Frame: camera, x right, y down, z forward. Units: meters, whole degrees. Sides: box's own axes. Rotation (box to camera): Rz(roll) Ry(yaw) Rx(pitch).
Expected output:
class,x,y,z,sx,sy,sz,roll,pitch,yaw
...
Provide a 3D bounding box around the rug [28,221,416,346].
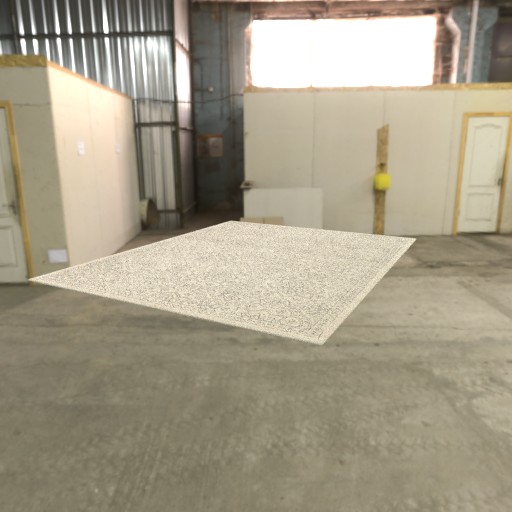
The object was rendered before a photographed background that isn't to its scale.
class,x,y,z,sx,sy,sz,roll,pitch,yaw
rug,0.000,0.000,4.230,2.441,0.015,3.050,8,16,27
